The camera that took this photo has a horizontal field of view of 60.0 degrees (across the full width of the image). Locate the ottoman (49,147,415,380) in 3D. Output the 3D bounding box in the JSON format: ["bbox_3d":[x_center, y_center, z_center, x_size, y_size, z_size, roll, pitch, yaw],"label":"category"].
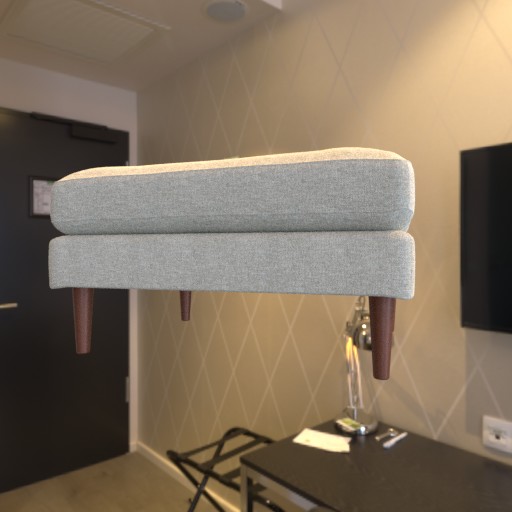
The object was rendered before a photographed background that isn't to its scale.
[{"bbox_3d":[0.000,0.000,1.239,0.821,0.474,0.693,0,1,18],"label":"ottoman"}]
